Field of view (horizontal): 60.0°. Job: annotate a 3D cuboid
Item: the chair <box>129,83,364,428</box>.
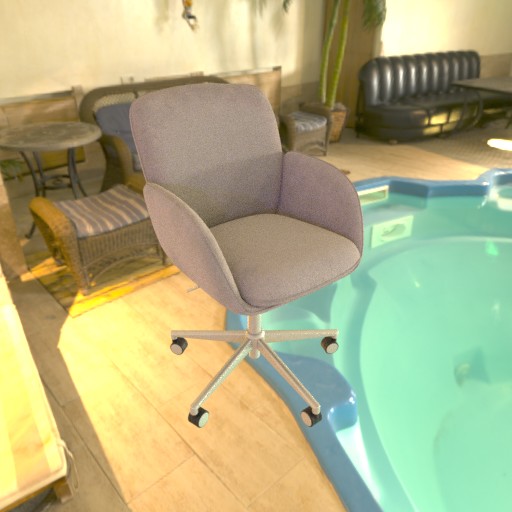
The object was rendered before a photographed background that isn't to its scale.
[{"bbox_3d":[0.000,0.000,1.407,0.648,0.959,0.654,-20,35,-31],"label":"chair"}]
